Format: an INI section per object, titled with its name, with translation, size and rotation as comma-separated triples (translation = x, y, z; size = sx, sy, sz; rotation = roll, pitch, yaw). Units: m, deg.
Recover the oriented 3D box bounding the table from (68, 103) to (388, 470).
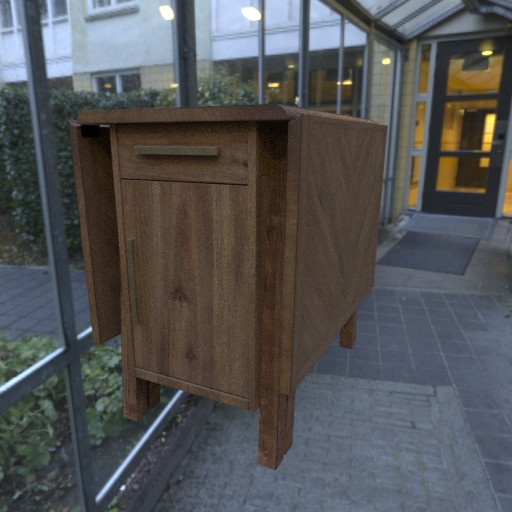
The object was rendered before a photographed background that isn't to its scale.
[table]
translation = 0.000, 0.000, 1.632
size = 0.701, 0.981, 0.967
rotation = 7, 16, 26
